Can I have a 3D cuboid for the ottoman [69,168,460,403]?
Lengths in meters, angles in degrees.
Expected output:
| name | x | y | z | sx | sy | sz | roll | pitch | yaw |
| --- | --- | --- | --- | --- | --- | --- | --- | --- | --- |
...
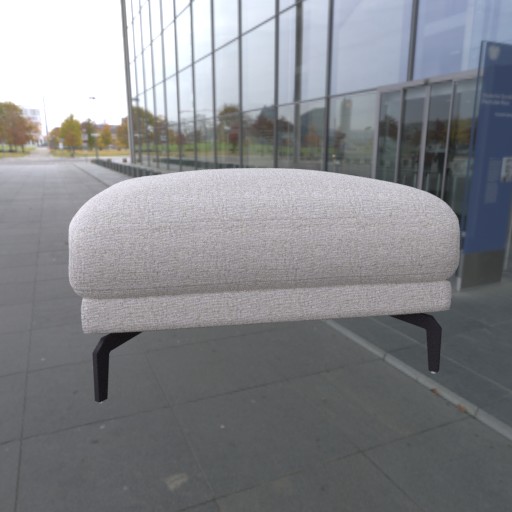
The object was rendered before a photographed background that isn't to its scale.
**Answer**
| name | x | y | z | sx | sy | sz | roll | pitch | yaw |
| --- | --- | --- | --- | --- | --- | --- | --- | --- | --- |
| ottoman | 0.000 | 0.000 | 1.088 | 0.772 | 0.420 | 0.568 | -2 | 14 | -9 |
